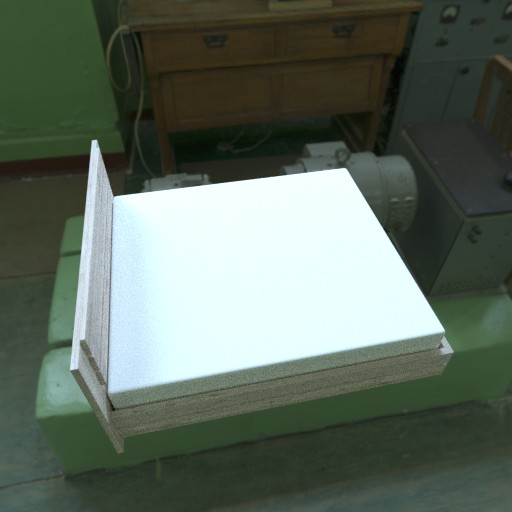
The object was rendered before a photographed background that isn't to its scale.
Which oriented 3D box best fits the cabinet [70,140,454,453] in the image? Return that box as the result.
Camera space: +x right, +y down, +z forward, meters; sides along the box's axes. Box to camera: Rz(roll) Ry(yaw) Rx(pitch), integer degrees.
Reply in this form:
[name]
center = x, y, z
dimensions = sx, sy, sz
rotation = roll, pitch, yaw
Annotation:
[cabinet]
center = 0.000, 0.000, 3.103
dimensions = 2.080, 0.970, 1.950
rotation = -8, 46, -8
